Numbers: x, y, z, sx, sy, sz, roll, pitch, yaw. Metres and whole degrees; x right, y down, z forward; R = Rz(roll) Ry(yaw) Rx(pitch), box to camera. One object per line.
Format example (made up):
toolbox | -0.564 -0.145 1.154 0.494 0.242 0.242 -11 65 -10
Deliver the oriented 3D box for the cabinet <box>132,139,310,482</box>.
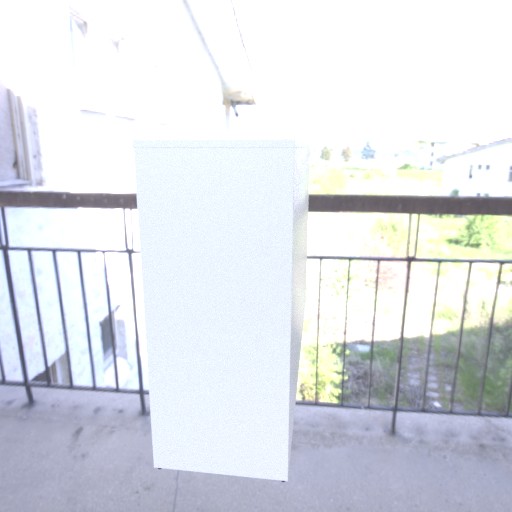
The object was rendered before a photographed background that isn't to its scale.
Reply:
cabinet | 0.000 0.000 1.814 0.380 0.900 1.450 2 14 8
